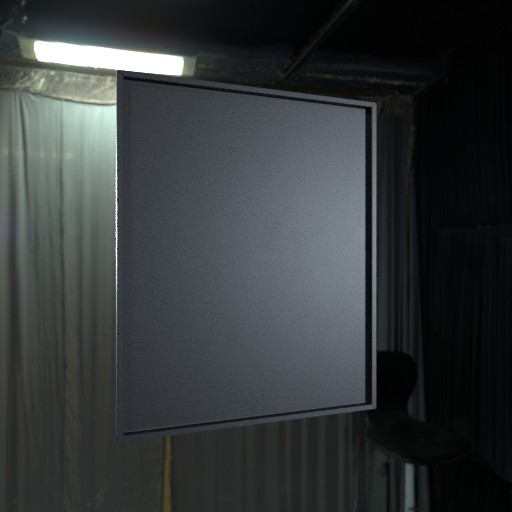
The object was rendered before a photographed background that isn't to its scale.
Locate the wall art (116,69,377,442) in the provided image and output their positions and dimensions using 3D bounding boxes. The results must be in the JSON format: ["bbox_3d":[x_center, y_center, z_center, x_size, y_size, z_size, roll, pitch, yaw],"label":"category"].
[{"bbox_3d":[0.000,0.000,0.748,0.449,0.555,0.039,0,0,-19],"label":"wall art"}]
